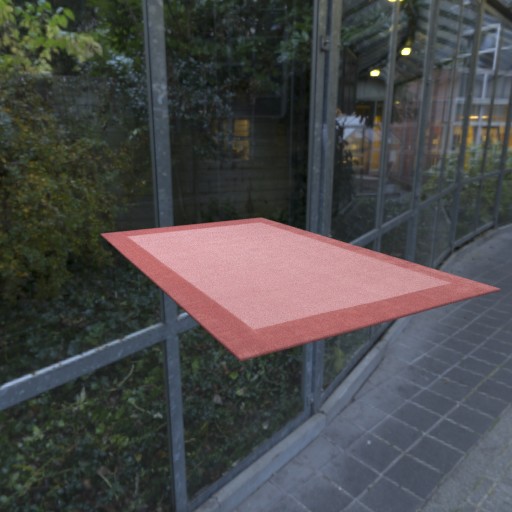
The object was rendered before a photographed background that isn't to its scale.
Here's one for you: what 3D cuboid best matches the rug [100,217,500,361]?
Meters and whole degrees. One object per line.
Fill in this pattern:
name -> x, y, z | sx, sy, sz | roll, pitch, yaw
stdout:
rug -> 0.000, 0.000, 2.950 | 1.524, 0.014, 2.438 | -8, 17, -29
